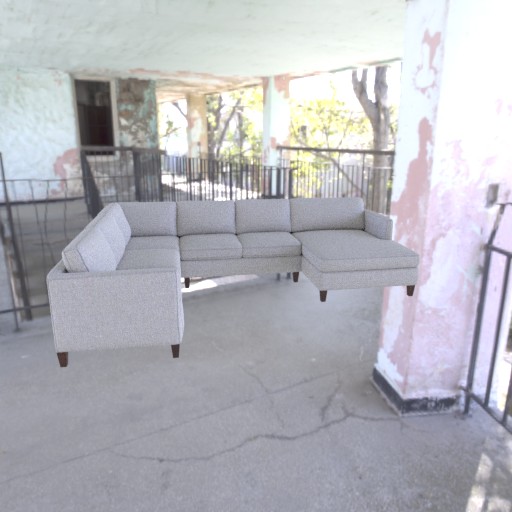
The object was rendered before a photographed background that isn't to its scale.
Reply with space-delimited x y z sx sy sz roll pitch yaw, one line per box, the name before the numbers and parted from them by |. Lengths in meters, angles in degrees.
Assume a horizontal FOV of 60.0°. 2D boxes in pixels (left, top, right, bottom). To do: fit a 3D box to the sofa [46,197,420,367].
sofa | 0.000 0.000 4.562 3.403 0.889 2.551 -3 15 -10
